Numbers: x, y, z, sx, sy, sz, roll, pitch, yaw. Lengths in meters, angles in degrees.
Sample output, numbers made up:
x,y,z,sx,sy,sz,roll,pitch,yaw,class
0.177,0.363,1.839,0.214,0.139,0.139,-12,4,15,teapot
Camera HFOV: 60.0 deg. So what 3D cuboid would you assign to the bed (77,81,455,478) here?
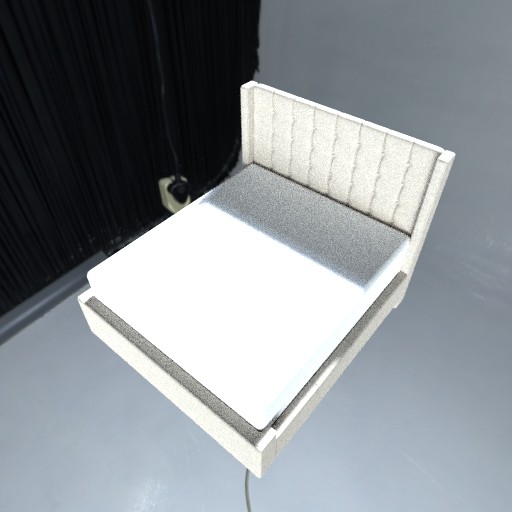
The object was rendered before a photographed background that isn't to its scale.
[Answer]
x,y,z,sx,sy,sz,roll,pitch,yaw,class
0.000,0.000,3.806,2.045,1.743,2.370,30,52,27,bed
